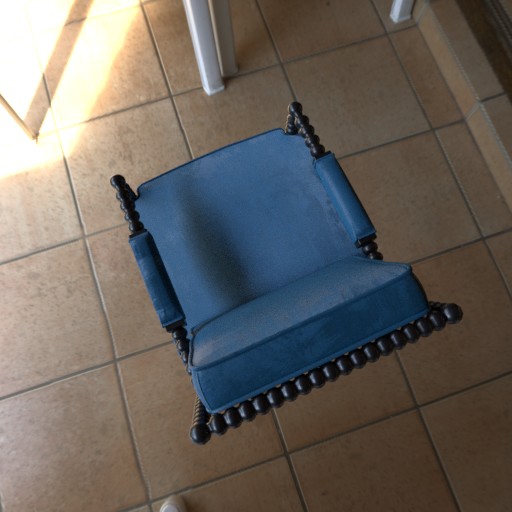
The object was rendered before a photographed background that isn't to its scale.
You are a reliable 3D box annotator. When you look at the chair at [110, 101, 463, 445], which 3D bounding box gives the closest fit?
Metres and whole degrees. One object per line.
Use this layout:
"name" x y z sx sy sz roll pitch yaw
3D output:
"chair" 0.000 0.000 1.404 0.688 0.857 0.805 -24 78 -5
